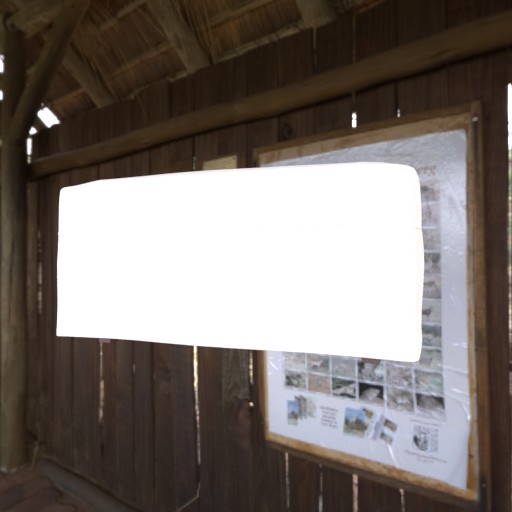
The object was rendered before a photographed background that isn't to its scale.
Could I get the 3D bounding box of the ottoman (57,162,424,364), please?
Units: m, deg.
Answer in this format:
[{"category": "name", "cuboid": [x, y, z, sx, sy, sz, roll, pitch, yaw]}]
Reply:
[{"category": "ottoman", "cuboid": [0.000, 0.000, 1.232, 0.872, 0.444, 0.590, 0, 0, 20]}]
